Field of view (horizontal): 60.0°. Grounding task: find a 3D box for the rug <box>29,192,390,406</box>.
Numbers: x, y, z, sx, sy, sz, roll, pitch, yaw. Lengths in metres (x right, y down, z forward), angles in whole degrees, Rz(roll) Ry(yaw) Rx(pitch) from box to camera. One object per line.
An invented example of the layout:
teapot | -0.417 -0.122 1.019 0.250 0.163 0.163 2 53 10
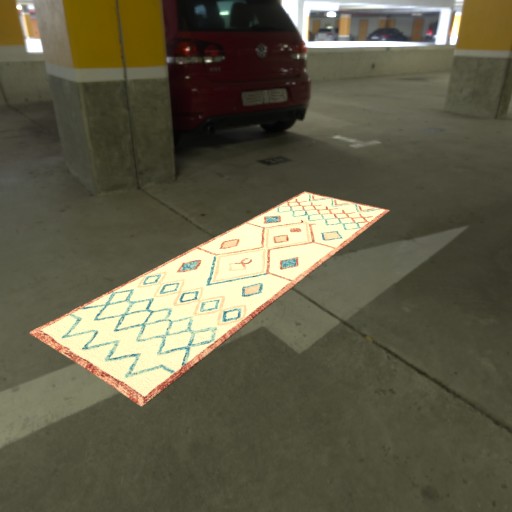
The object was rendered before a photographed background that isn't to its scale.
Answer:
rug | 0.000 0.000 2.668 0.750 0.011 2.435 18 32 32
